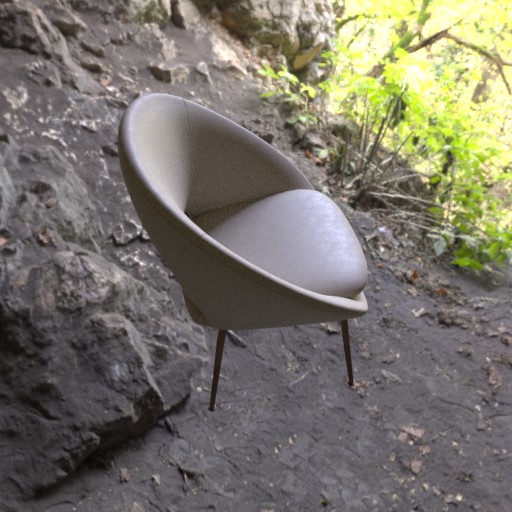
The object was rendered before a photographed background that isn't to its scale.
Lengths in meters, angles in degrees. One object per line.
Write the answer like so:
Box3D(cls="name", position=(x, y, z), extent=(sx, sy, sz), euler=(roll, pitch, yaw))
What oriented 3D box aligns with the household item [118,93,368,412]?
Box3D(cls="household item", position=(0.000, 0.000, 1.222), extent=(0.573, 0.852, 0.623), euler=(-8, 47, -7))
